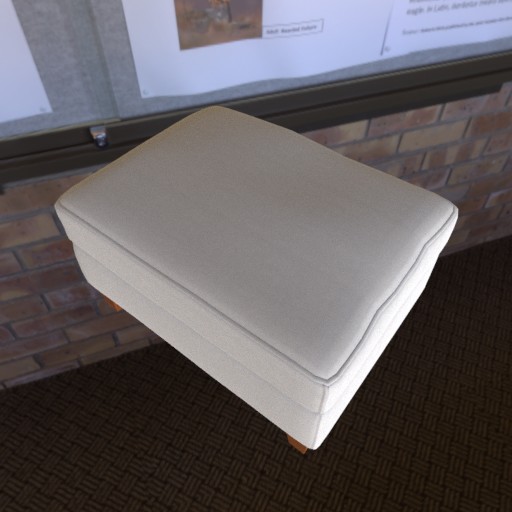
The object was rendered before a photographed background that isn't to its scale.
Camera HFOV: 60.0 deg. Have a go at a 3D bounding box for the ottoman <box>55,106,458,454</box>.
[{"bbox_3d":[0.000,0.000,1.226,0.818,0.496,0.634,30,54,24],"label":"ottoman"}]
